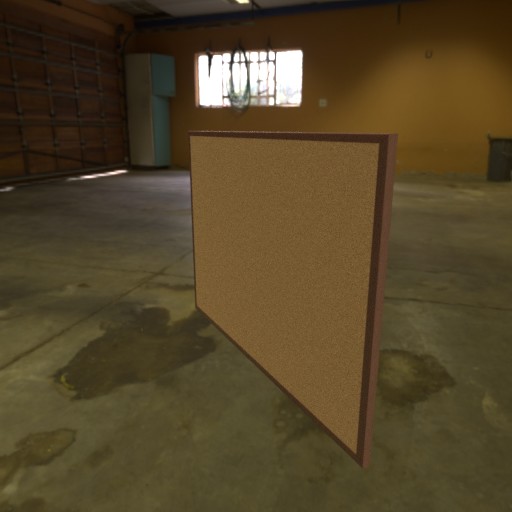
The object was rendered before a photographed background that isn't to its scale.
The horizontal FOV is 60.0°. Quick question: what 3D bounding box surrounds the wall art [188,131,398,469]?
[{"bbox_3d":[0.000,0.000,0.842,0.014,0.455,0.660,-8,18,-27],"label":"wall art"}]
